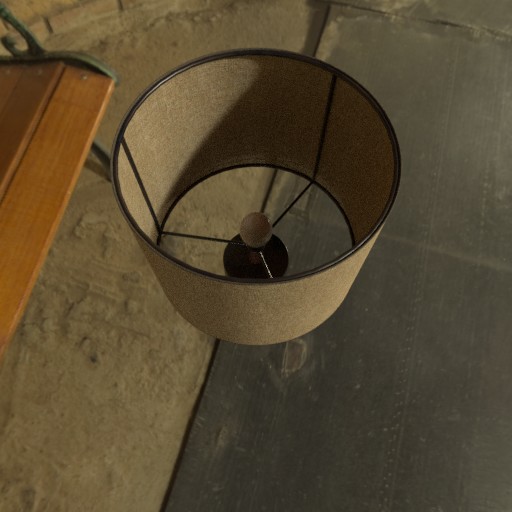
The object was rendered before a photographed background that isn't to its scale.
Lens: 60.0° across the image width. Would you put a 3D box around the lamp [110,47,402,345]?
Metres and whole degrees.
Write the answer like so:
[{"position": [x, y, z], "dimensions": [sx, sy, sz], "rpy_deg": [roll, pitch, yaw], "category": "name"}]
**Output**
[{"position": [0.000, 0.000, 0.467], "dimensions": [0.202, 0.350, 0.202], "rpy_deg": [0, 65, 0], "category": "lamp"}]
